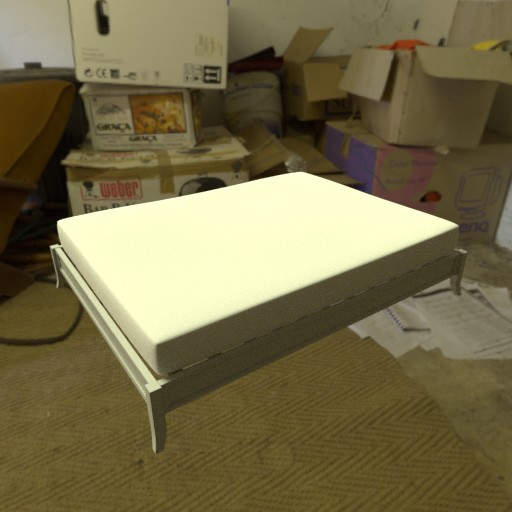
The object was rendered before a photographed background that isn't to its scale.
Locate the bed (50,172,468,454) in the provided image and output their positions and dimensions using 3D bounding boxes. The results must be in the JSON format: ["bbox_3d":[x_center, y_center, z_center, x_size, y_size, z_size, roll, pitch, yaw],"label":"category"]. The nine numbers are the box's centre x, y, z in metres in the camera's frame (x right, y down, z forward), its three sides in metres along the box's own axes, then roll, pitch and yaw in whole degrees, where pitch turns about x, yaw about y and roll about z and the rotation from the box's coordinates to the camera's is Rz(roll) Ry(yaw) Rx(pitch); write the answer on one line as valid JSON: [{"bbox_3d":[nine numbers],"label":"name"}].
[{"bbox_3d":[0.000,0.000,2.783,2.108,0.510,1.604,-17,31,-31],"label":"bed"}]
